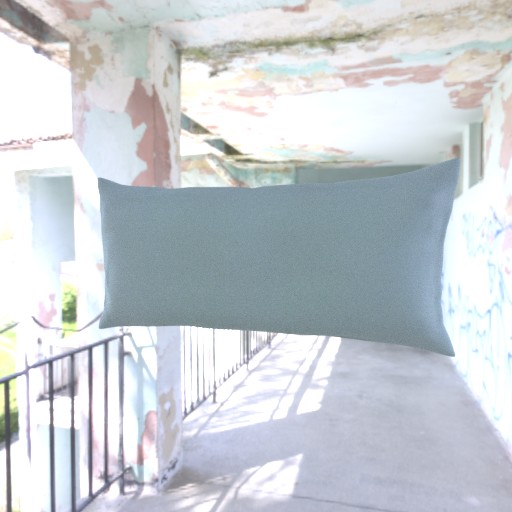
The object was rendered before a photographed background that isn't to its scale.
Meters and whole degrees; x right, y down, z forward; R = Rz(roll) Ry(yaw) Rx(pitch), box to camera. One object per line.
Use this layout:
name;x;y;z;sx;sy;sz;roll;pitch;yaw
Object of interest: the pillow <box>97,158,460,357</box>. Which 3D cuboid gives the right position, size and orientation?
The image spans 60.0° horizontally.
pillow;0.000;0.000;0.729;0.610;0.287;0.151;1;2;17
